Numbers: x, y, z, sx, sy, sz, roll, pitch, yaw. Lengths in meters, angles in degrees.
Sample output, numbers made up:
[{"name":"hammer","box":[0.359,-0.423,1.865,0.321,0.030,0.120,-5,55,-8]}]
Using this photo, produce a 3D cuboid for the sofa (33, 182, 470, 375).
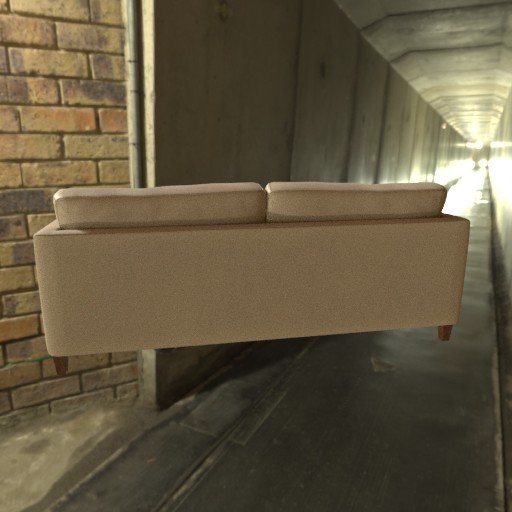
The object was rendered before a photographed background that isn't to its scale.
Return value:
[{"name":"sofa","box":[0.000,0.000,2.822,2.361,0.968,0.951,-3,14,-10]}]
